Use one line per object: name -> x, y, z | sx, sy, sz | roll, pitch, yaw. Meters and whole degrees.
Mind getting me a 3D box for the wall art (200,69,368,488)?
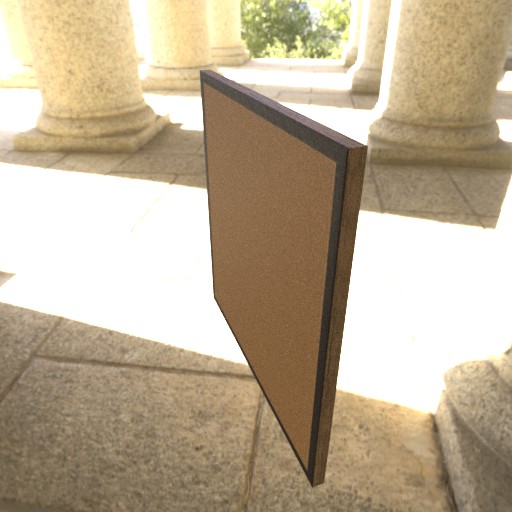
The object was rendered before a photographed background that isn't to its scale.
wall art -> 0.000, 0.000, 0.996 | 0.029, 0.691, 0.695 | -11, 32, -18
